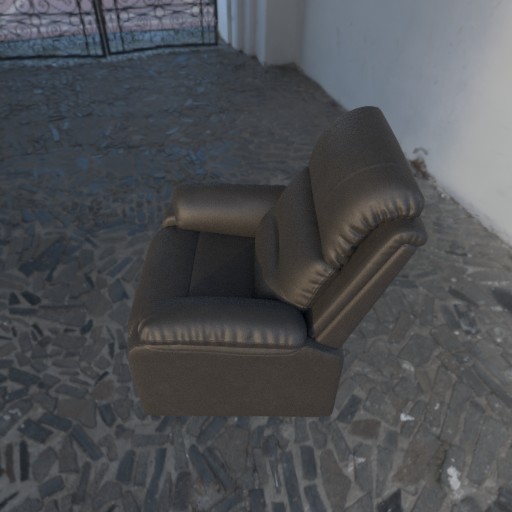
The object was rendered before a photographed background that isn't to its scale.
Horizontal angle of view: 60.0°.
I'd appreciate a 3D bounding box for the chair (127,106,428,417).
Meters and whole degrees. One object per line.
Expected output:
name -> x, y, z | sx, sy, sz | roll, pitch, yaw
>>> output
chair -> 0.000, 0.000, 1.651 | 0.919, 0.992, 0.855 | 0, 42, 0
